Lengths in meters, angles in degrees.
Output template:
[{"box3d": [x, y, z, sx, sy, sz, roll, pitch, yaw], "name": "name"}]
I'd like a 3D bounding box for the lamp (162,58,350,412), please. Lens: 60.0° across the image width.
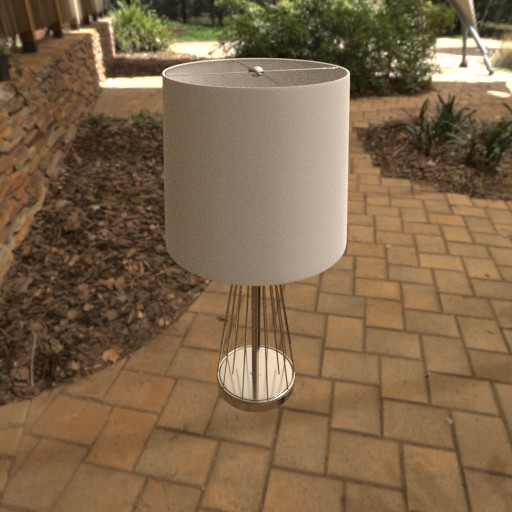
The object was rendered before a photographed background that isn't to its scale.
[{"box3d": [0.000, 0.000, 0.777, 0.303, 0.618, 0.303, 0, 31, 0], "name": "lamp"}]
